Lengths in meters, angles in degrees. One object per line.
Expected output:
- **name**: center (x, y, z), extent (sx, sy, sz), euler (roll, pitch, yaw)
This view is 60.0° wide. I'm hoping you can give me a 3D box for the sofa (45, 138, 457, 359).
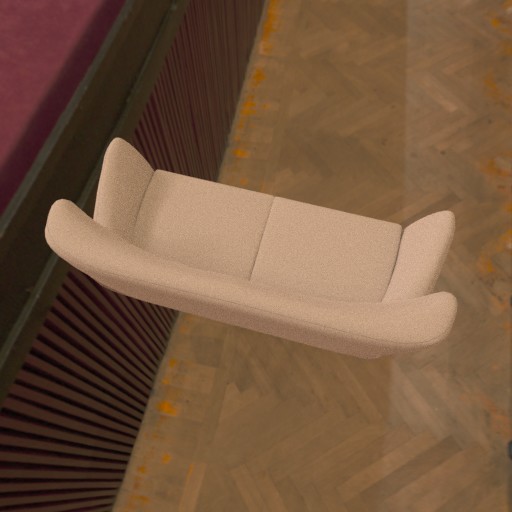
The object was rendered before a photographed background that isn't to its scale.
- **sofa**: center (0.000, 0.000, 2.380), extent (1.930, 0.890, 0.899), euler (14, 64, 7)
